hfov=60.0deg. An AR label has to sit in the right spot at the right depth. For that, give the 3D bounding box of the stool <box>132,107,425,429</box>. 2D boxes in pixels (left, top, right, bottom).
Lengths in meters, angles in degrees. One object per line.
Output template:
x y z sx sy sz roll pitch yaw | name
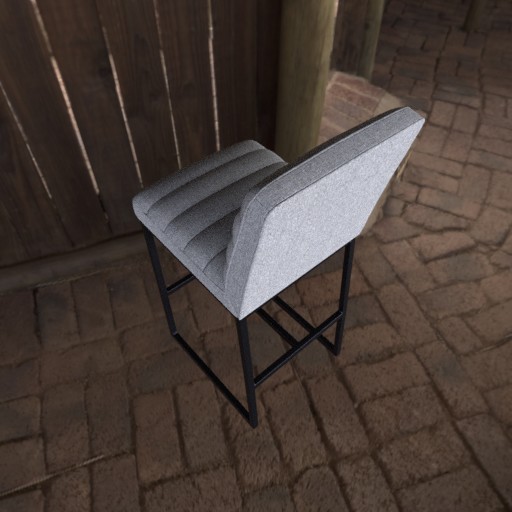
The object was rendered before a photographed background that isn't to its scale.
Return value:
0.000 0.000 1.331 0.459 1.034 0.571 -33 56 -27 | stool
